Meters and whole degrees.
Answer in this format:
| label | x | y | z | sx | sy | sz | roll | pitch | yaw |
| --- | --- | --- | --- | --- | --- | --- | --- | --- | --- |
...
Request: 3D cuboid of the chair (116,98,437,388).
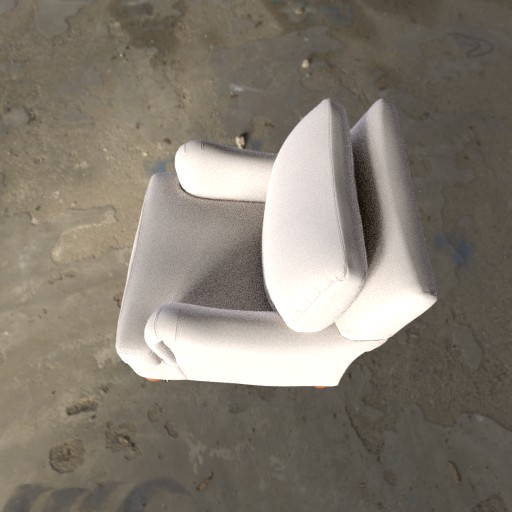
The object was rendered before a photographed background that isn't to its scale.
| label | x | y | z | sx | sy | sz | roll | pitch | yaw |
| --- | --- | --- | --- | --- | --- | --- | --- | --- | --- |
| chair | 0.000 | 0.000 | 1.881 | 1.070 | 1.038 | 0.955 | 1 | 57 | 1 |
